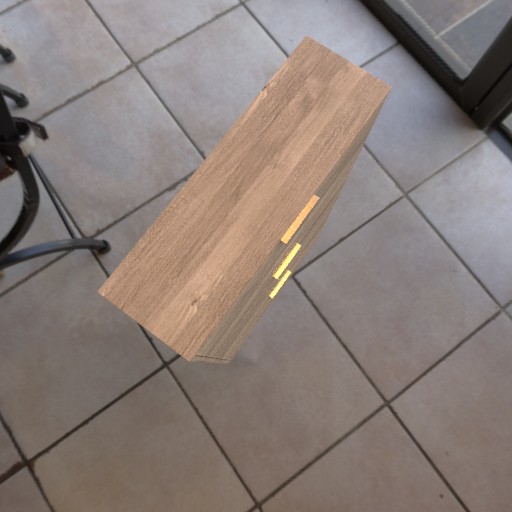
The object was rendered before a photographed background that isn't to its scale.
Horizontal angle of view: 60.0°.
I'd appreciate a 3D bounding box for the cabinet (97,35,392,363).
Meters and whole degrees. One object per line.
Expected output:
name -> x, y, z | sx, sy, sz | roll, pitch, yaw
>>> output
cabinet -> 0.000, 0.000, 1.572 | 0.250, 1.280, 0.750 | 35, 79, 8
